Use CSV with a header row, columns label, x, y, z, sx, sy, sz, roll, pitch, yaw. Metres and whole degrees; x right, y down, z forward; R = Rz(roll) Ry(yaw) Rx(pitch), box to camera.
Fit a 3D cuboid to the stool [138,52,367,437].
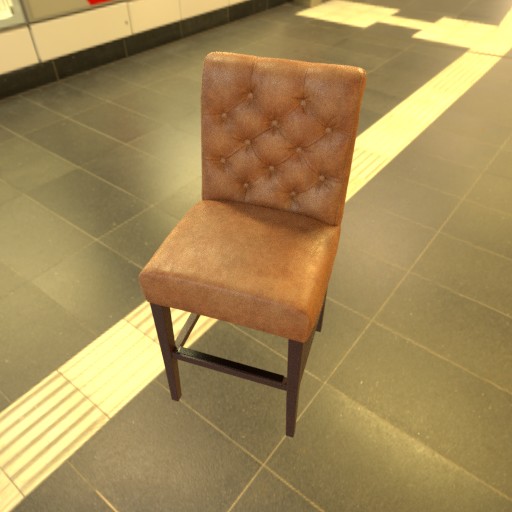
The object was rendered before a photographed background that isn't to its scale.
label,x,y,z,sx,sy,sz,roll,pitch,yaw
stool,0.000,0.000,1.407,0.493,1.047,0.601,12,43,14
